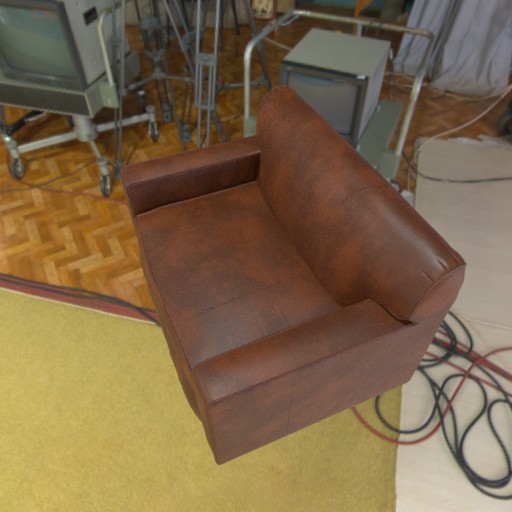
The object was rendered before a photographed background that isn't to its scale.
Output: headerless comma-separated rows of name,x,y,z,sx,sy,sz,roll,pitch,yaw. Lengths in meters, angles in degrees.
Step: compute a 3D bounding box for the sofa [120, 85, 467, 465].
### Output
sofa,0.000,0.000,2.055,1.000,0.956,1.413,-17,50,-15
